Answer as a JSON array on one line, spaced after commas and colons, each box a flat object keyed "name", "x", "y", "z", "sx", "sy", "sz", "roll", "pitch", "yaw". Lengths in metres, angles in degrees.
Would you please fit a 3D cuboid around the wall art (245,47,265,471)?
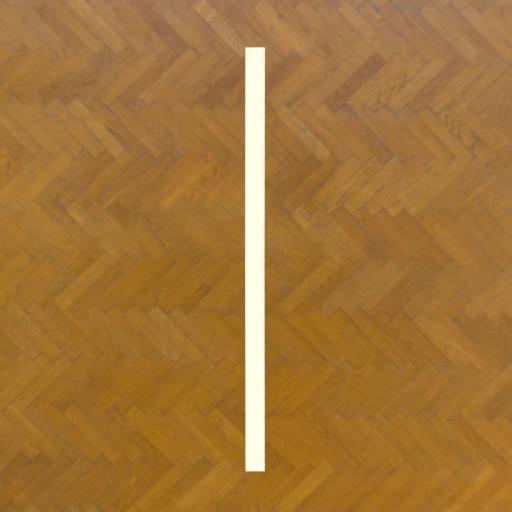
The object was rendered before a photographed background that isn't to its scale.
[{"name": "wall art", "x": 0.000, "y": 0.000, "z": 1.355, "sx": 0.039, "sy": 1.050, "sz": 0.795, "roll": 0, "pitch": 91, "yaw": 0}]
